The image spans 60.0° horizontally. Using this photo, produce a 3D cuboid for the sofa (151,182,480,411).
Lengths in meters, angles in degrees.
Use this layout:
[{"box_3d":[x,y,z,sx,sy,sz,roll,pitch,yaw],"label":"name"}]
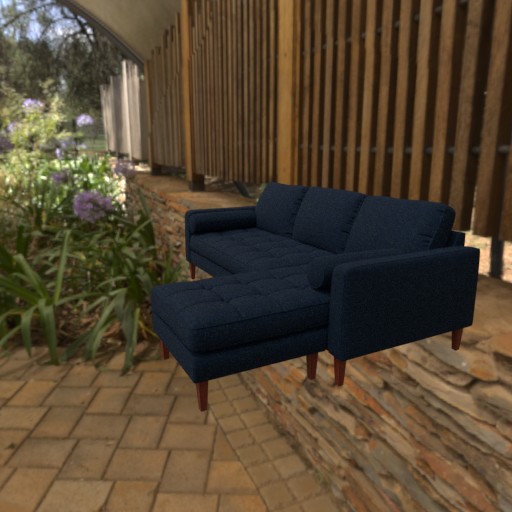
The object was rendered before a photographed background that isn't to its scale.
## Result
[{"box_3d":[0.000,0.000,2.969,1.613,0.841,2.185,-7,15,-27],"label":"sofa"}]
